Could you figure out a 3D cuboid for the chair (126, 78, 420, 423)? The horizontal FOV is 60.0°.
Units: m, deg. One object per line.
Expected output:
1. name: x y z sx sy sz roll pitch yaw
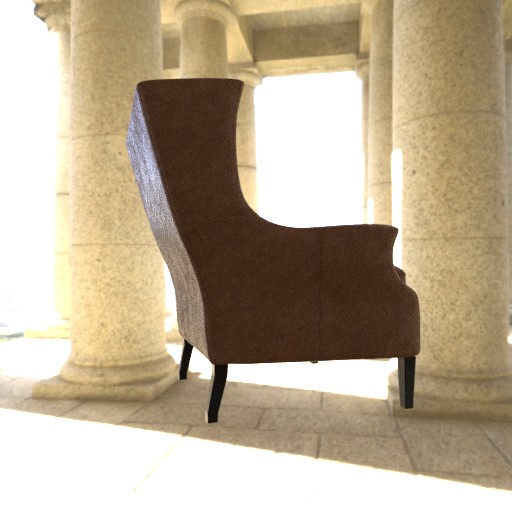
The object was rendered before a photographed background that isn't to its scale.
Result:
1. chair: 0.000 0.000 1.681 0.926 1.016 0.853 0 -1 -19
